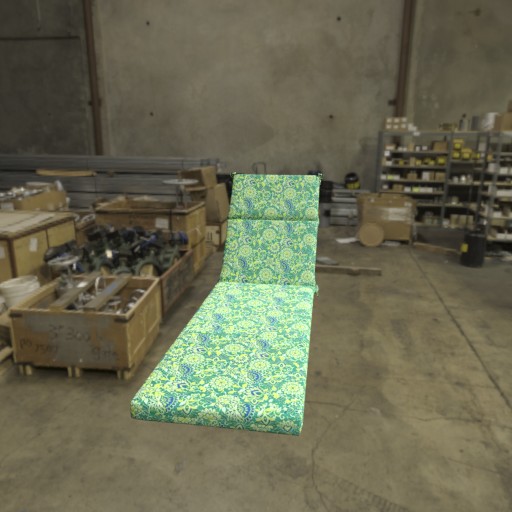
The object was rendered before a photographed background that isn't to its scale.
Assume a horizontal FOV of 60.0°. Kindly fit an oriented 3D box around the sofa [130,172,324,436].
[{"bbox_3d":[0.000,0.000,2.006,0.582,0.622,1.663,2,16,8],"label":"sofa"}]
